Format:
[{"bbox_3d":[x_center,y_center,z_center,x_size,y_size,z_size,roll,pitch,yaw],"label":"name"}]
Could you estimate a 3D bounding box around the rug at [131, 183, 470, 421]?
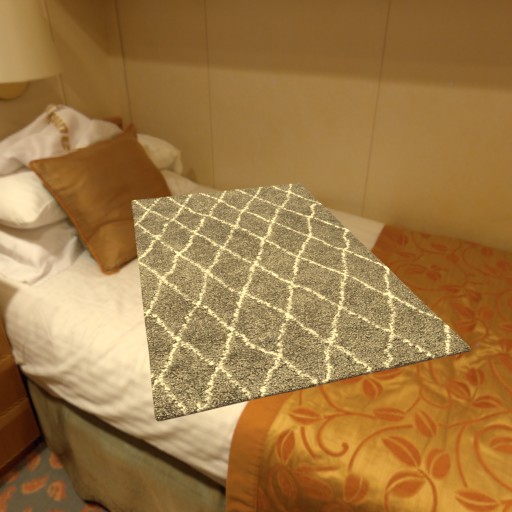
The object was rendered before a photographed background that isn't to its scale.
[{"bbox_3d":[0.000,0.000,3.453,1.778,0.030,2.743,-8,31,-14],"label":"rug"}]
